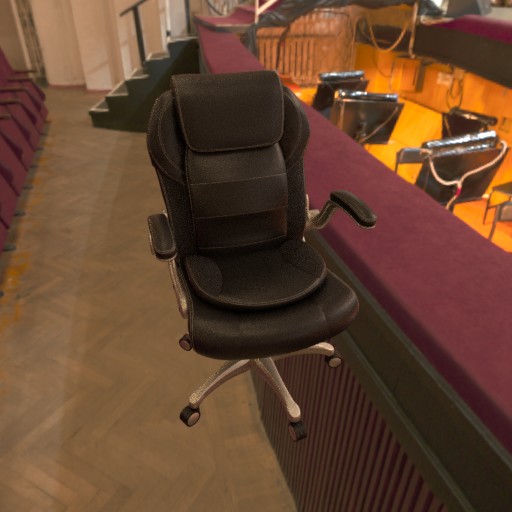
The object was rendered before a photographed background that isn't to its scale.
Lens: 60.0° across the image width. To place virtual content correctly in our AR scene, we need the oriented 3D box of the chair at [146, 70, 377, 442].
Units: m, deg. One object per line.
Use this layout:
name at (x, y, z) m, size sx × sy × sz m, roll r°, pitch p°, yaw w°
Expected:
chair at (0.000, 0.000, 1.605) m, size 0.724 × 1.141 × 0.801 m, roll -9°, pitch 33°, yaw -15°
